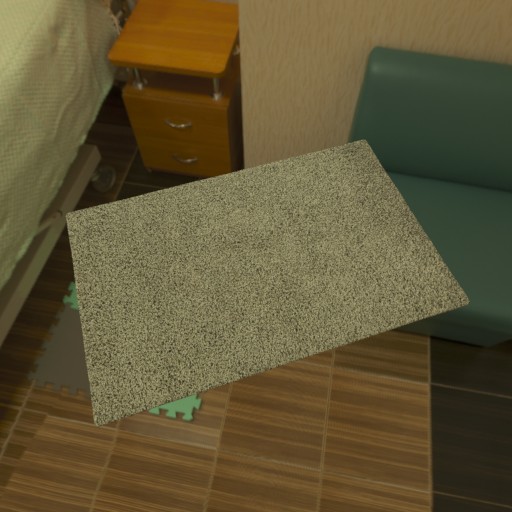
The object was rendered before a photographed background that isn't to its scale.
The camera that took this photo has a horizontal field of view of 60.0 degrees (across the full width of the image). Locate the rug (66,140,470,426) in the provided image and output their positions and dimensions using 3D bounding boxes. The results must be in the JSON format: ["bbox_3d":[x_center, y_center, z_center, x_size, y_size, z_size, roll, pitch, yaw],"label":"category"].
[{"bbox_3d":[0.000,0.000,3.477,2.743,0.030,1.778,-16,60,-10],"label":"rug"}]
